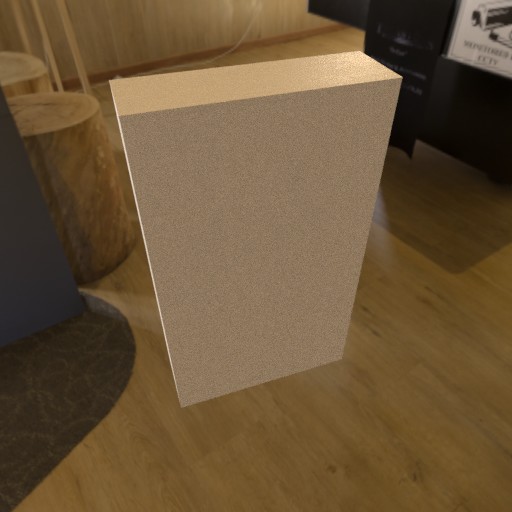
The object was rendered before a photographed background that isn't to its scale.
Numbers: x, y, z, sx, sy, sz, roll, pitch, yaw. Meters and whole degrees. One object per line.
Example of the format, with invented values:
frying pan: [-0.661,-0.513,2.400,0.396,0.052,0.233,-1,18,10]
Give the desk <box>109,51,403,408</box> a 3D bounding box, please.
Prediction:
desk: [0.000,0.000,1.615,0.750,1.280,0.250,-13,43,-14]
